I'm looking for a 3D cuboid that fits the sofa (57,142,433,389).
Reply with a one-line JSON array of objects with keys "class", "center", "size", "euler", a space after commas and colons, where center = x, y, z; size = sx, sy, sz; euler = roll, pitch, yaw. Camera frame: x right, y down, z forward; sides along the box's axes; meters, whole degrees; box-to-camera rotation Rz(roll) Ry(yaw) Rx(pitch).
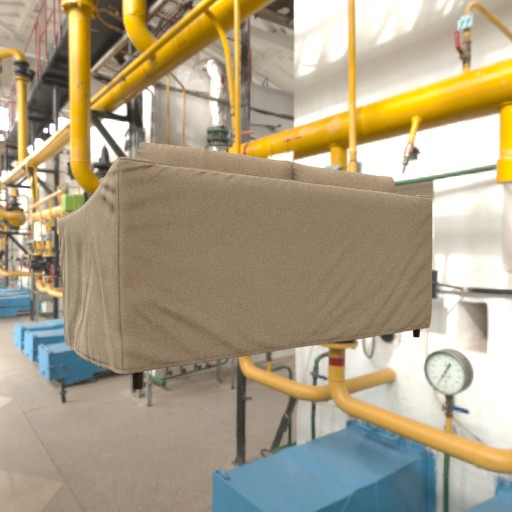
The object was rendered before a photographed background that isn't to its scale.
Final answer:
[{"class": "sofa", "center": [0.000, 0.000, 2.615], "size": [2.010, 1.018, 1.072], "euler": [0, 0, -36]}]
